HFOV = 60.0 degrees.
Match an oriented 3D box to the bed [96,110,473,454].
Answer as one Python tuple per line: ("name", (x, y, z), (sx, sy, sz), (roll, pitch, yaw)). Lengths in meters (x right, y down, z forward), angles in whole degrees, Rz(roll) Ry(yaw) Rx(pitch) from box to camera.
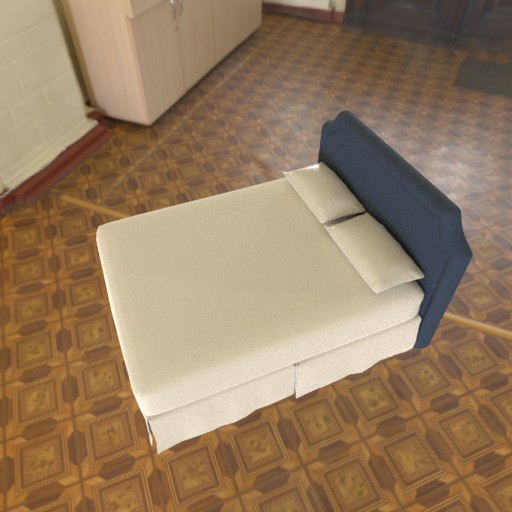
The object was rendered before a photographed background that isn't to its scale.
("bed", (0.000, 0.000, 3.385), (2.260, 1.297, 1.831), (-17, 48, -15))
